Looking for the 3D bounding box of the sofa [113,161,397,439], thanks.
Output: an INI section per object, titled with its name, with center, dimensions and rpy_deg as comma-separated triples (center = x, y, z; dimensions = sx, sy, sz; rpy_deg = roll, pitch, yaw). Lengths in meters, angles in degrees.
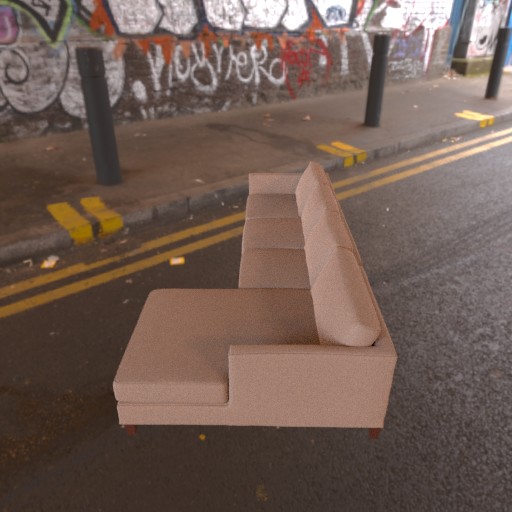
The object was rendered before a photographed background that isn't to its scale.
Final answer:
[sofa]
center = 0.000, 0.000, 3.921
dimensions = 1.625, 0.861, 3.186
rpy_deg = 1, 29, 1
